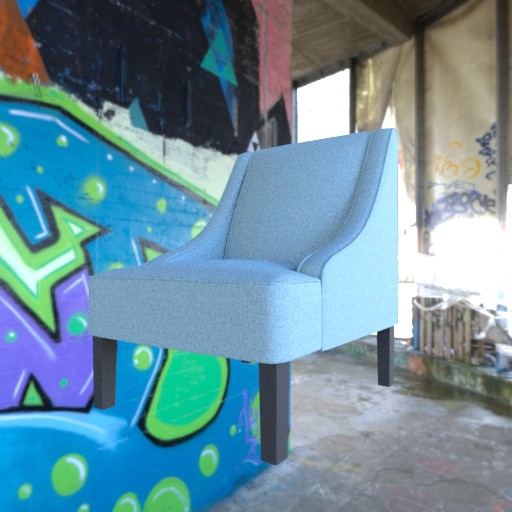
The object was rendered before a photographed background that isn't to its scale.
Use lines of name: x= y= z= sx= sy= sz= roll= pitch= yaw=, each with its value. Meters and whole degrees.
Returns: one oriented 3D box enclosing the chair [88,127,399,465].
chair: x=0.000 y=0.000 z=1.810 sx=0.857 sy=1.133 sz=1.025 roll=0 pitch=-1 yaw=35
